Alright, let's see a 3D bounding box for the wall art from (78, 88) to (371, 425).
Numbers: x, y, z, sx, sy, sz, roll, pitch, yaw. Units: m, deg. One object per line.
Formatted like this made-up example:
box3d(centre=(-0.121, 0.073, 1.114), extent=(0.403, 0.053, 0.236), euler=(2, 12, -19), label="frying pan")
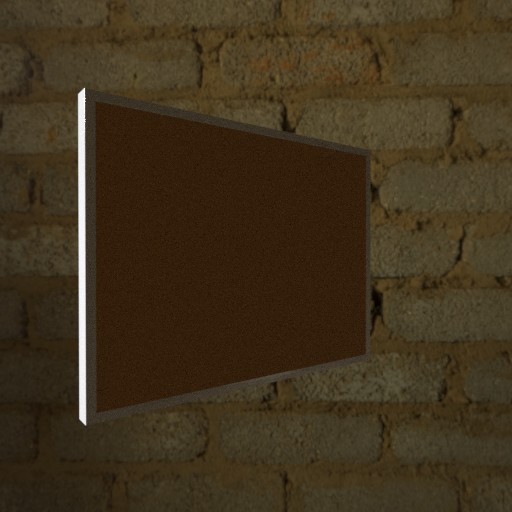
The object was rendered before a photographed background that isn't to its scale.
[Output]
box3d(centre=(0.000, 0.000, 1.369), extent=(1.041, 0.787, 0.053), euler=(0, 1, -37), label="wall art")
